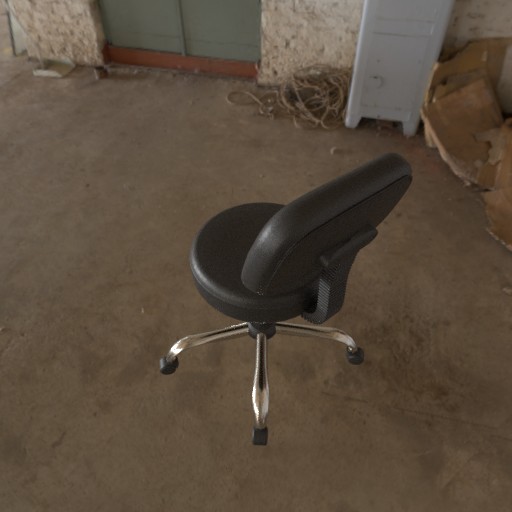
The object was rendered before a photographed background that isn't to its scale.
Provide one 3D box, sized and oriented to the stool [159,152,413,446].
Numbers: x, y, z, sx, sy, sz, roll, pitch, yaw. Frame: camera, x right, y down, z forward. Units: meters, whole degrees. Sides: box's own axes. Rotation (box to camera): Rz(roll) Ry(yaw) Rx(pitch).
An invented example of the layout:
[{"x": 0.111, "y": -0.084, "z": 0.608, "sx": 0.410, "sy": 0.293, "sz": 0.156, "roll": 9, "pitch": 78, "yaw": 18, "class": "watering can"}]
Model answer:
[{"x": 0.000, "y": 0.000, "z": 1.285, "sx": 0.673, "sy": 0.862, "sz": 0.648, "roll": -30, "pitch": 53, "yaw": -26, "class": "stool"}]
